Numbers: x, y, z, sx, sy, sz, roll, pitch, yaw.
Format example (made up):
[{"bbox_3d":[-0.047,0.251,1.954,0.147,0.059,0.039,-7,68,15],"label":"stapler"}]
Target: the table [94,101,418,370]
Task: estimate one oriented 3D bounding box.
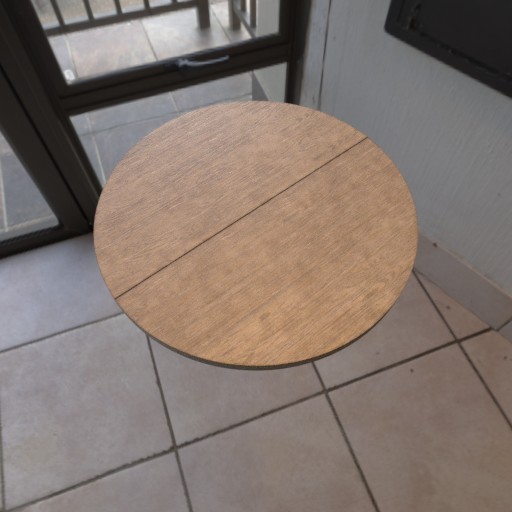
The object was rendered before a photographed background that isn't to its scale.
[{"bbox_3d":[0.000,0.000,2.221,1.363,0.781,1.363,0,59,0],"label":"table"}]
